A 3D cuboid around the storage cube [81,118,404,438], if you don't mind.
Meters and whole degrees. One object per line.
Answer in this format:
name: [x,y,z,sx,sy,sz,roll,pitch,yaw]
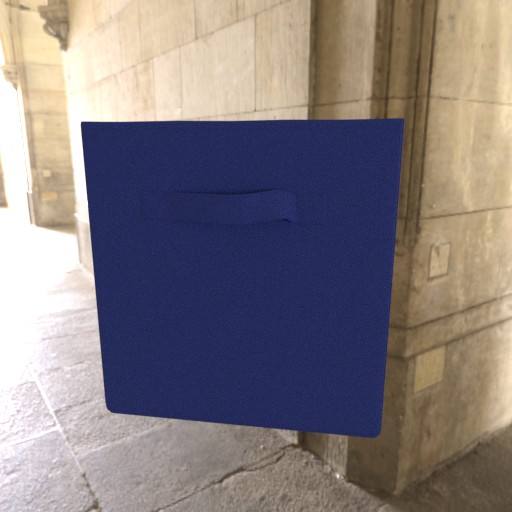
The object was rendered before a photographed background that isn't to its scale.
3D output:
storage cube: [0.000,0.000,0.499,0.270,0.280,0.270,2,14,9]
